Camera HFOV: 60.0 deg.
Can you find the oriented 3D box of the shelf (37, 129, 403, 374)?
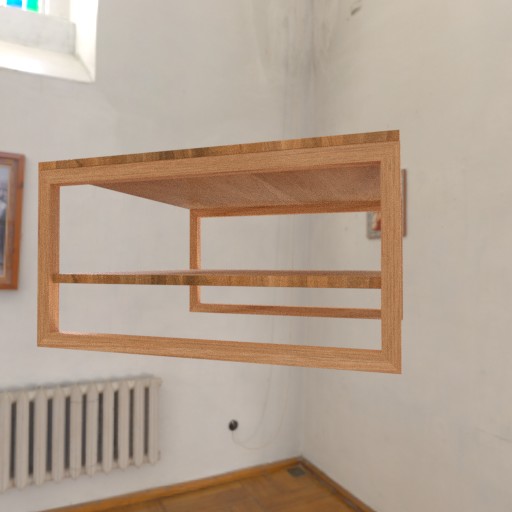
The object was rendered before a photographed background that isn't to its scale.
[{"bbox_3d":[0.000,0.000,1.437,0.899,0.480,0.899,0,-1,19],"label":"shelf"}]
